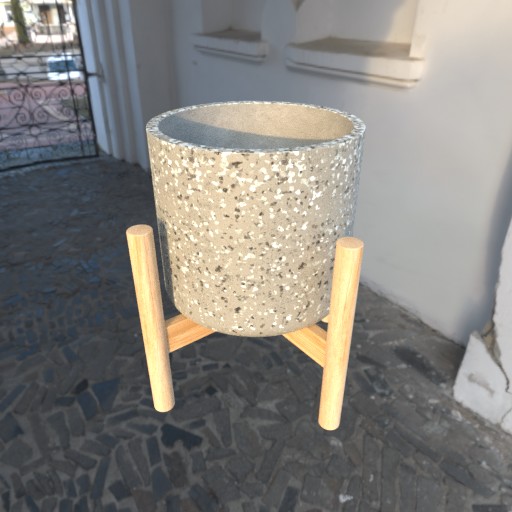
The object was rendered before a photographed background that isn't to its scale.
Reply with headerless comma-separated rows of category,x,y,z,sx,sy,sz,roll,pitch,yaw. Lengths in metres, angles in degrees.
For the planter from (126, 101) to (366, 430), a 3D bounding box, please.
planter,0.000,0.000,0.537,0.284,0.320,0.284,-8,31,-13
